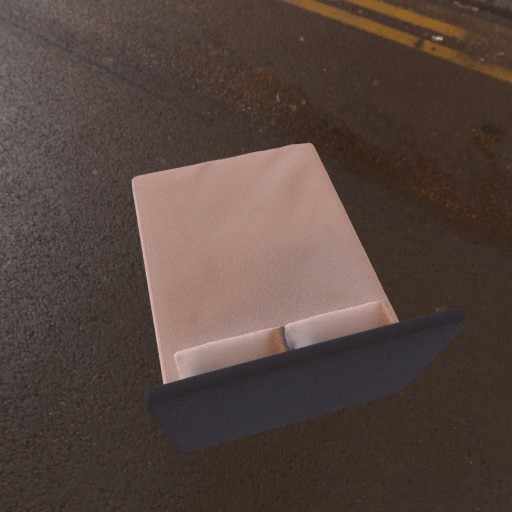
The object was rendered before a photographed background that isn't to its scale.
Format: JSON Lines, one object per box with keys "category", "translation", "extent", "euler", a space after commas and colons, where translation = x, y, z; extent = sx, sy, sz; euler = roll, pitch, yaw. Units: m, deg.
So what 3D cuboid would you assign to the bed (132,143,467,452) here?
{"category": "bed", "translation": [0.000, 0.000, 3.219], "extent": [1.713, 1.330, 2.162], "euler": [-13, 58, -8]}
